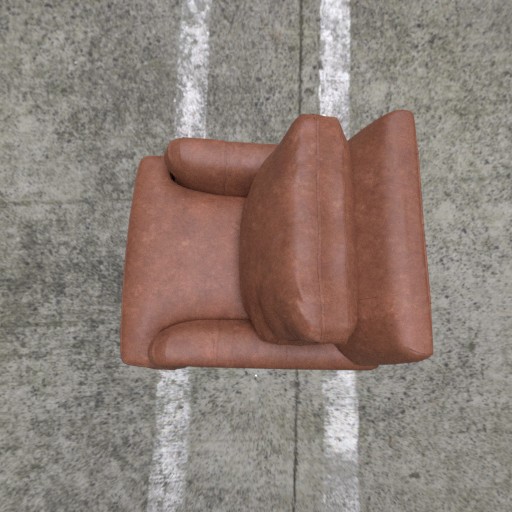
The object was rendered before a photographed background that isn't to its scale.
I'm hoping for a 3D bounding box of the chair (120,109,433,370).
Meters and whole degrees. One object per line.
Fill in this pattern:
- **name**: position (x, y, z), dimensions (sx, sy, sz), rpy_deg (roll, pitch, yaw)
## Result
- **chair**: position (0.000, 0.000, 1.950), dimensions (1.158, 1.055, 0.986), rpy_deg (1, 75, 0)
